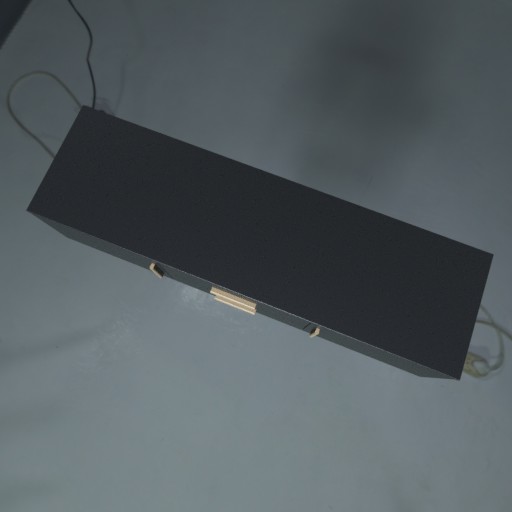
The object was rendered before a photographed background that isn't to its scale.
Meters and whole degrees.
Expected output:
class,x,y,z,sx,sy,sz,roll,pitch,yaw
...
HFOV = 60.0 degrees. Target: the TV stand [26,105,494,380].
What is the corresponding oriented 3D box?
class,x,y,z,sx,sy,sz,roll,pitch,yaw
TV stand,0.000,0.000,1.533,1.312,0.518,0.390,21,77,5
